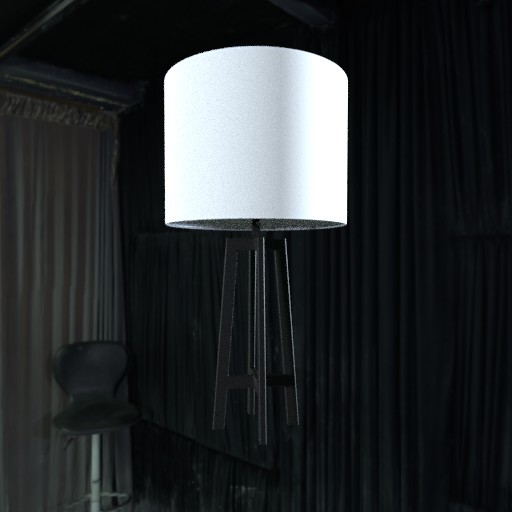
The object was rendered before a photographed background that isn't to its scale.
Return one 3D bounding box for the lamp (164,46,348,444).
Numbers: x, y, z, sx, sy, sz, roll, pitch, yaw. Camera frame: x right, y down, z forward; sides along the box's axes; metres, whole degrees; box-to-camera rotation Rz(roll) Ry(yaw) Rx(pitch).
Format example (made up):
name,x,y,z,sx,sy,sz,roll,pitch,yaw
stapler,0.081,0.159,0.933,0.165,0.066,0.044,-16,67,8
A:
name,x,y,z,sx,sy,sz,roll,pitch,yaw
lamp,0.000,0.000,0.637,0.257,0.489,0.257,0,0,36
